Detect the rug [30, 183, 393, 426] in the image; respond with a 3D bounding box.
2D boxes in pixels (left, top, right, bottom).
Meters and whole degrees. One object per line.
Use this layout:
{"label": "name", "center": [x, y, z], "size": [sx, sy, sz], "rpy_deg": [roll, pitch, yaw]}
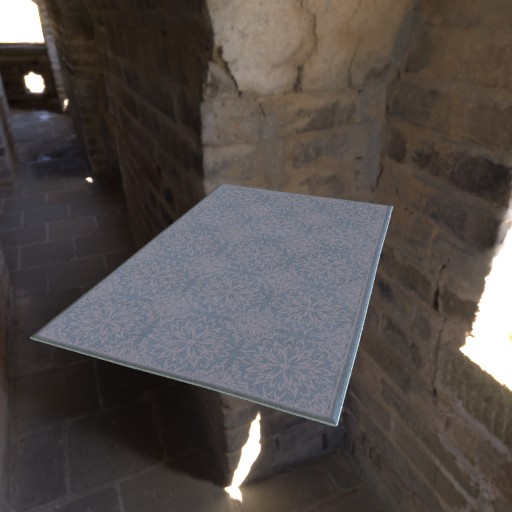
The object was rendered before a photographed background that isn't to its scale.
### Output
{"label": "rug", "center": [0.000, 0.000, 3.447], "size": [1.819, 0.018, 2.746], "rpy_deg": [10, 31, 18]}
